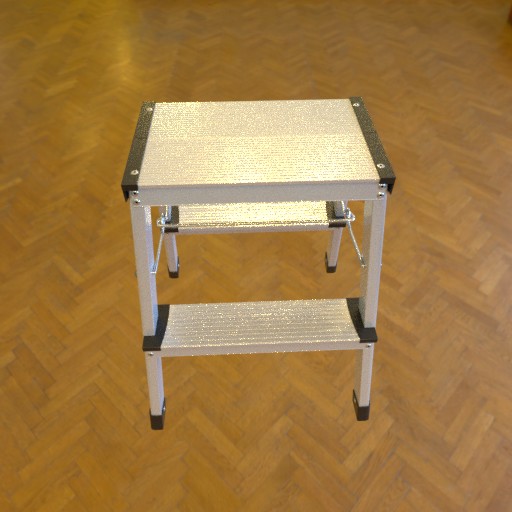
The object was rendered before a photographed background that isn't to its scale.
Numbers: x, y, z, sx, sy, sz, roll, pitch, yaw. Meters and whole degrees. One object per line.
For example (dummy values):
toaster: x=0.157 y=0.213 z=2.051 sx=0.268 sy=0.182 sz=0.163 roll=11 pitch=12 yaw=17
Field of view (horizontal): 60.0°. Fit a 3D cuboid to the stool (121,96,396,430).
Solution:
stool: x=0.000 y=0.000 z=0.776 sx=0.404 sy=0.480 sz=0.405 roll=-2 pitch=47 yaw=-2
